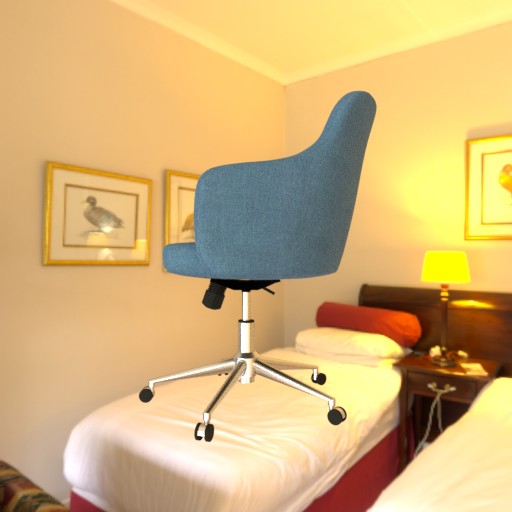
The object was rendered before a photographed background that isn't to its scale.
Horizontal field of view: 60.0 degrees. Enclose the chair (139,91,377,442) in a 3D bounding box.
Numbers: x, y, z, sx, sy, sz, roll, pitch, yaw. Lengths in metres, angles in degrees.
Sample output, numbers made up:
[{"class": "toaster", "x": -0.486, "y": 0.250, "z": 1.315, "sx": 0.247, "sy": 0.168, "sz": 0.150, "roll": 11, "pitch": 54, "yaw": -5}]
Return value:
[{"class": "chair", "x": 0.000, "y": 0.000, "z": 1.249, "sx": 0.655, "sy": 0.820, "sz": 0.599, "roll": 0, "pitch": 0, "yaw": 1}]
